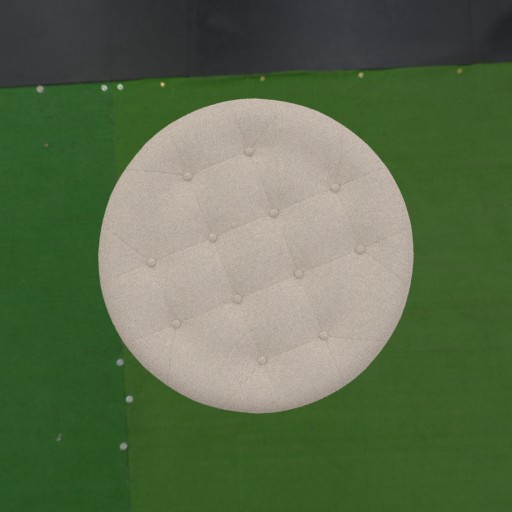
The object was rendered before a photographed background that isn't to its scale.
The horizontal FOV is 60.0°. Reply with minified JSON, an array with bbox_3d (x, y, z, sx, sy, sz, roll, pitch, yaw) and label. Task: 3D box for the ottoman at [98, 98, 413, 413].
[{"bbox_3d":[0.000,0.000,1.368,0.848,0.494,0.848,0,90,0],"label":"ottoman"}]
